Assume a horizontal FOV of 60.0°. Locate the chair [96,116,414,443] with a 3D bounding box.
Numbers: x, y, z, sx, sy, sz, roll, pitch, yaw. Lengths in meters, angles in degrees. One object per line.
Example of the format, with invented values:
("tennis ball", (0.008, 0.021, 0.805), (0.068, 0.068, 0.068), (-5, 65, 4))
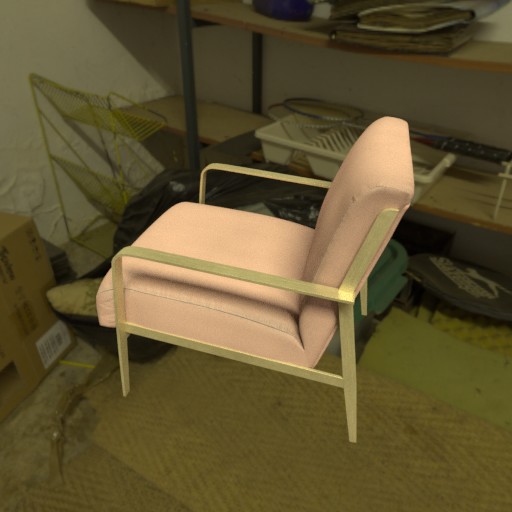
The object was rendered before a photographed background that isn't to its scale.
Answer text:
("chair", (0.000, 0.000, 1.468), (0.848, 0.823, 0.701), (8, 32, 13))
